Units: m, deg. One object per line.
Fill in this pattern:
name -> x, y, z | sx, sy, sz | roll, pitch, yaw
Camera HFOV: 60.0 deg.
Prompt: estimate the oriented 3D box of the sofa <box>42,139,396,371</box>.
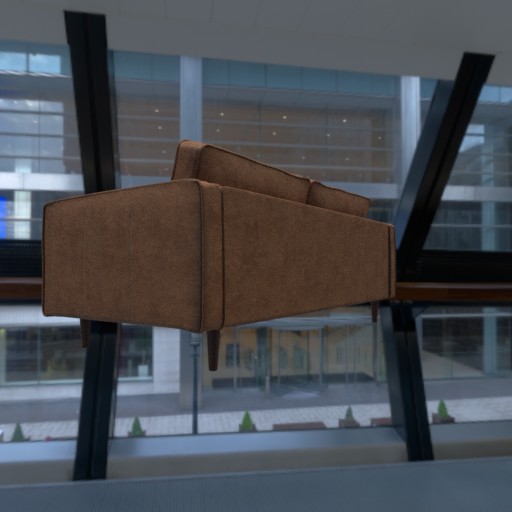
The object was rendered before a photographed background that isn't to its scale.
sofa -> 0.000, 0.000, 2.388 | 0.924, 0.825, 1.920 | -1, -1, 35
